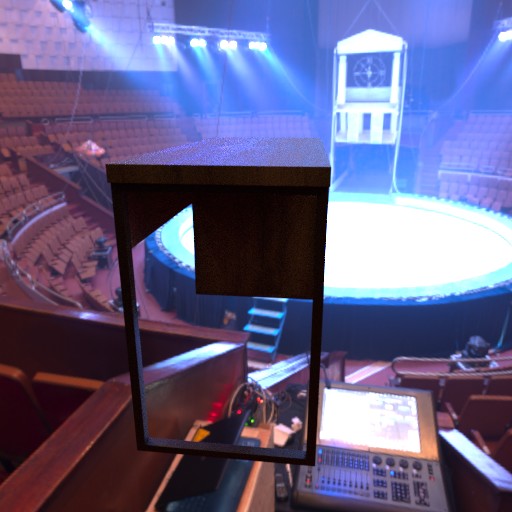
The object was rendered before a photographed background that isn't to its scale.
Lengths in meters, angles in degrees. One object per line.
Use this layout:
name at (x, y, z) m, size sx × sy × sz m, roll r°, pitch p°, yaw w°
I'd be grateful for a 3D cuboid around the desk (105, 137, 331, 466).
desk at (0.000, 0.000, 1.560) m, size 0.511 × 0.752 × 1.134 m, roll 2°, pitch 18°, yaw 7°
